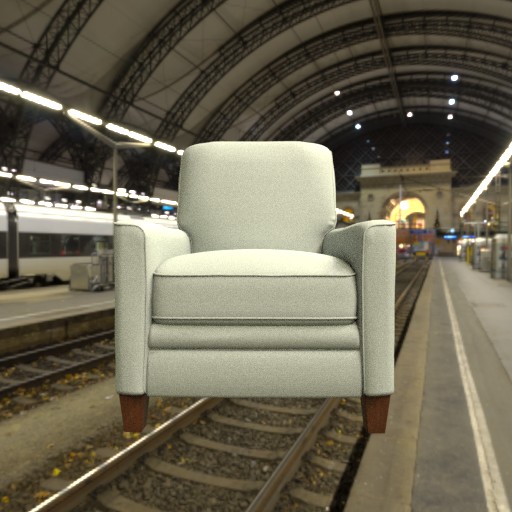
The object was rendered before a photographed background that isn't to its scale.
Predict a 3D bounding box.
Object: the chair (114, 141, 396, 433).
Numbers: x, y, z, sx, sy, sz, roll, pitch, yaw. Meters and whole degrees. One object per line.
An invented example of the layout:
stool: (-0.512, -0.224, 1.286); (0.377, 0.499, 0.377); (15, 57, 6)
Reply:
chair: (0.000, 0.000, 1.648); (0.853, 1.007, 0.846); (0, 1, 1)
